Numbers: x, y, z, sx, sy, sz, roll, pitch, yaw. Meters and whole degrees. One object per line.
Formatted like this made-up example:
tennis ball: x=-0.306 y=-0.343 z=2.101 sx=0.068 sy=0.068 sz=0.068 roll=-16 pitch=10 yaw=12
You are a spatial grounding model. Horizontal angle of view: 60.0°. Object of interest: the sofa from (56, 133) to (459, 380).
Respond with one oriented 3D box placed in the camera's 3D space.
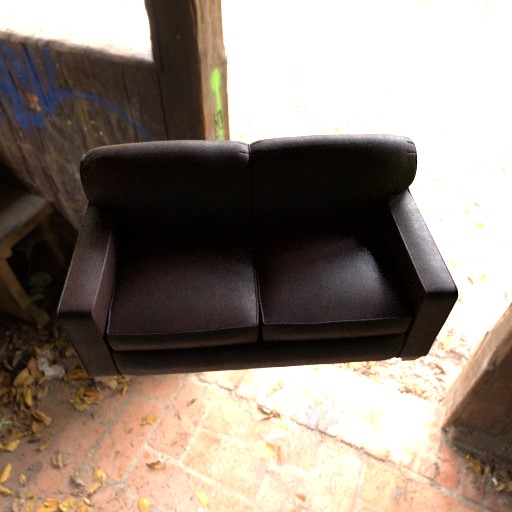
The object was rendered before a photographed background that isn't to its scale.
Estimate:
sofa: x=0.000 y=0.000 z=2.422 sx=1.856 sy=0.966 sz=1.000 roll=-3 pitch=47 yaw=-3
